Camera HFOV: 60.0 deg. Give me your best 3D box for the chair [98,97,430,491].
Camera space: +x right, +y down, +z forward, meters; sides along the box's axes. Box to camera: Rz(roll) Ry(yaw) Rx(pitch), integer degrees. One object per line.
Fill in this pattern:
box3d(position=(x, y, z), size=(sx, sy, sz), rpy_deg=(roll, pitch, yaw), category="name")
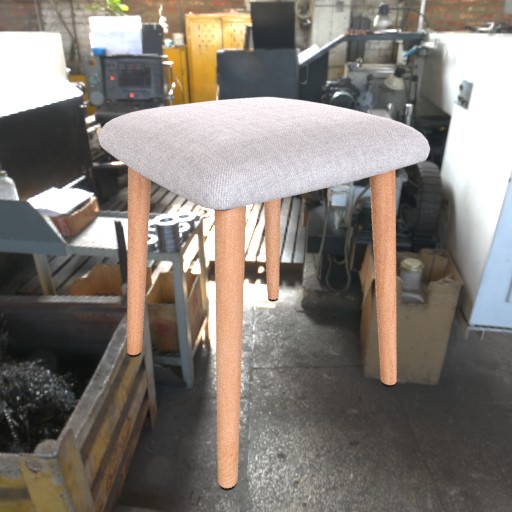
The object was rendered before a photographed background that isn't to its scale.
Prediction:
box3d(position=(0.000, 0.000, 0.684), size=(0.350, 0.440, 0.350), rpy_deg=(-18, 32, -31), category="chair")
